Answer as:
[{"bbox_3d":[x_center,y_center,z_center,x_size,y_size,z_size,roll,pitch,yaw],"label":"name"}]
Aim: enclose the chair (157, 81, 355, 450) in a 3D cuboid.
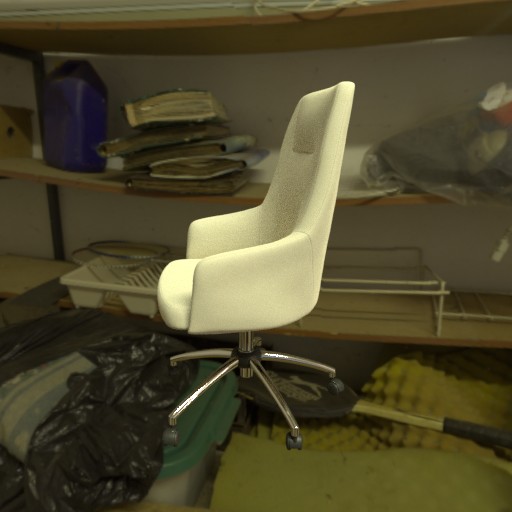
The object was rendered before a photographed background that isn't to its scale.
[{"bbox_3d":[0.000,0.000,1.448,0.640,1.049,0.620,-2,15,-10],"label":"chair"}]
